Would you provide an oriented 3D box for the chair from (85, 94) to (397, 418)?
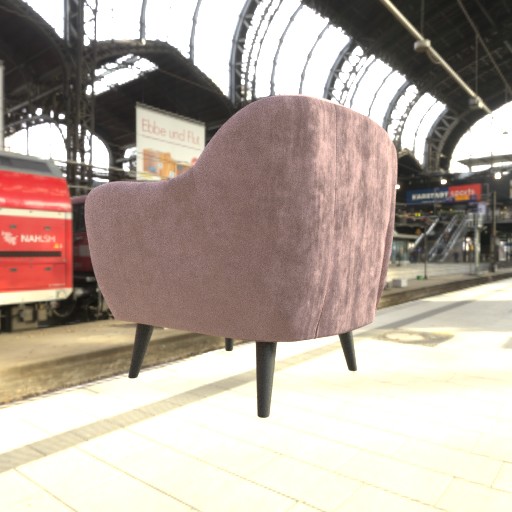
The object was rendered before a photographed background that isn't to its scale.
[{"bbox_3d":[0.000,0.000,1.498,0.820,0.820,0.840,0,1,37],"label":"chair"}]
